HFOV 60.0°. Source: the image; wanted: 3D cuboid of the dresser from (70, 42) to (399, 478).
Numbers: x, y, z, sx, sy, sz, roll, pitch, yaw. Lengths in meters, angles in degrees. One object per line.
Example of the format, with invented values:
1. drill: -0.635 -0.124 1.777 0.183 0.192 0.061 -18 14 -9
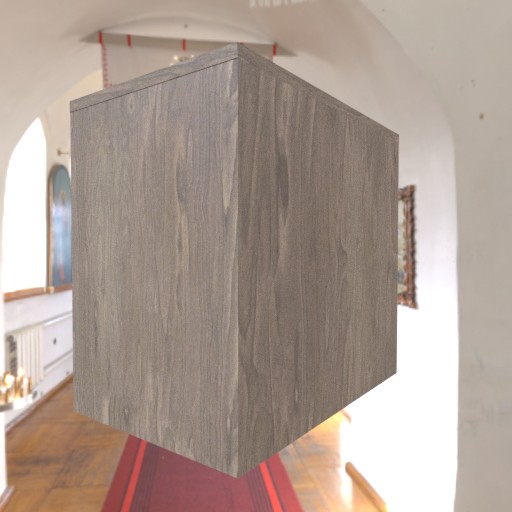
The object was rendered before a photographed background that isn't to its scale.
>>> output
1. dresser: 0.000 0.000 1.254 0.529 0.762 0.809 1 2 37
